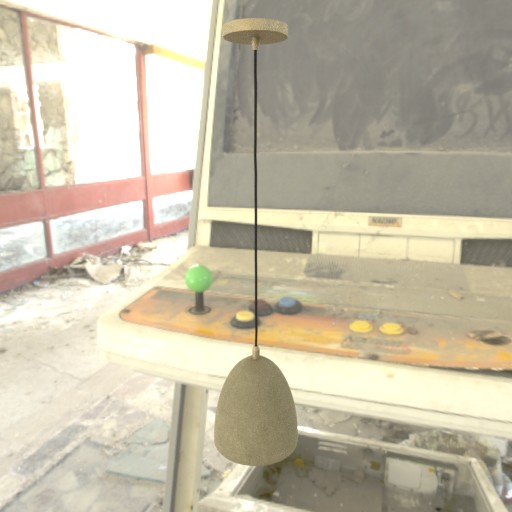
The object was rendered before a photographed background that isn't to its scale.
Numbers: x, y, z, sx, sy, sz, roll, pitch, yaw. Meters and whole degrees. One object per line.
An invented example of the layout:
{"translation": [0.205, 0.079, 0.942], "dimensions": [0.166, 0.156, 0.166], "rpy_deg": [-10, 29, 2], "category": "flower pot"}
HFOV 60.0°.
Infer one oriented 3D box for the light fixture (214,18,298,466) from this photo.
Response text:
{"translation": [0.000, 0.000, 0.806], "dimensions": [0.170, 0.759, 0.170], "rpy_deg": [13, 20, 42], "category": "light fixture"}
